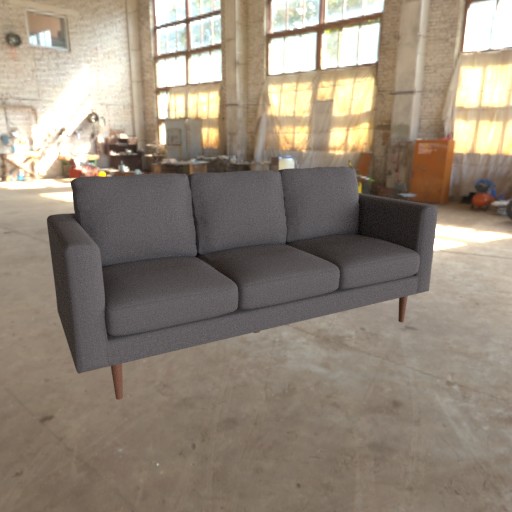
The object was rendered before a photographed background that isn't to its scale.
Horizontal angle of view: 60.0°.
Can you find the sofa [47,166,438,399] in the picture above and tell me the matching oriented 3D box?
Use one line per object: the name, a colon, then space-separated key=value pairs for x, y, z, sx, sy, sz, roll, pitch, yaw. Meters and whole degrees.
sofa: x=0.000 y=0.000 z=2.473 sx=2.029 sy=0.912 sz=0.802 roll=-8 pitch=17 yaw=-28
